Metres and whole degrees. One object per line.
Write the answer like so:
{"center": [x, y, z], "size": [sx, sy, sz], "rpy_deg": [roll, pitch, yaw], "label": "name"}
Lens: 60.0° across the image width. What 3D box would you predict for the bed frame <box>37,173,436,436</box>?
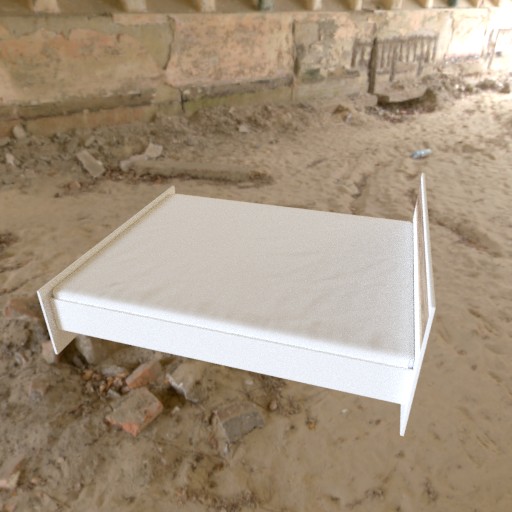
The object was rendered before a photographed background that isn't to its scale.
{"center": [0.000, 0.000, 2.987], "size": [2.060, 0.800, 1.720], "rpy_deg": [9, 31, 15], "label": "bed frame"}
